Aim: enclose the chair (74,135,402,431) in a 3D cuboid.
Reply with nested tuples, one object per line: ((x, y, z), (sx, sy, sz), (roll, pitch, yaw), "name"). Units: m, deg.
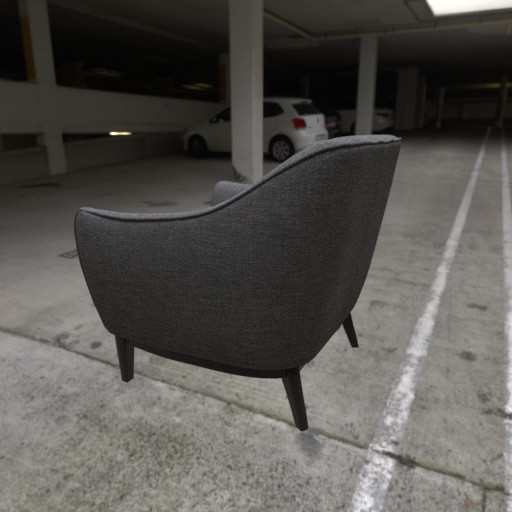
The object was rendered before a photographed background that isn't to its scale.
((0.000, 0.000, 1.570), (0.851, 0.829, 0.870), (8, 18, 26), "chair")
